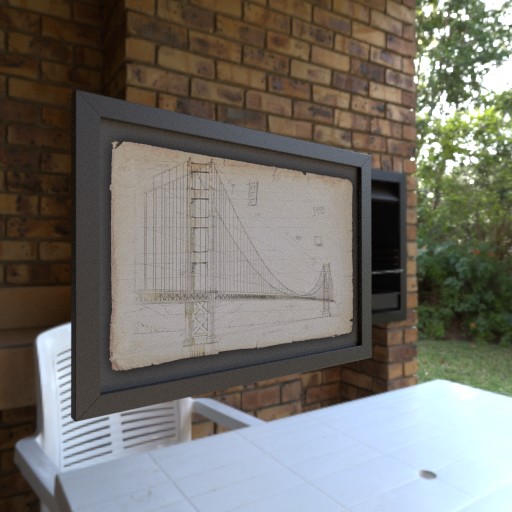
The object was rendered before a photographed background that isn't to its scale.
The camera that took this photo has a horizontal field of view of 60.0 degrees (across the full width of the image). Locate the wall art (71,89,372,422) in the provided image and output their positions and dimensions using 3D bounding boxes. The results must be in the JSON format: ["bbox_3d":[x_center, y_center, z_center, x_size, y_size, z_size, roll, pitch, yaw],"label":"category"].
[{"bbox_3d":[0.000,0.000,0.546,0.432,0.306,0.016,0,0,-38],"label":"wall art"}]
